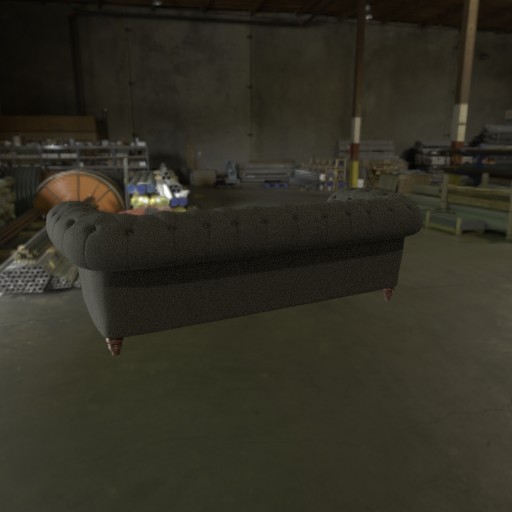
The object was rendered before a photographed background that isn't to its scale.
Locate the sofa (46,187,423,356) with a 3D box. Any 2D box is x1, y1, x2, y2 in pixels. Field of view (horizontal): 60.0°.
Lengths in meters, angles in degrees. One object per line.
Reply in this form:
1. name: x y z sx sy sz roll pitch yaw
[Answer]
1. sofa: 0.000 0.000 2.834 2.362 0.762 0.991 -7 15 -26
